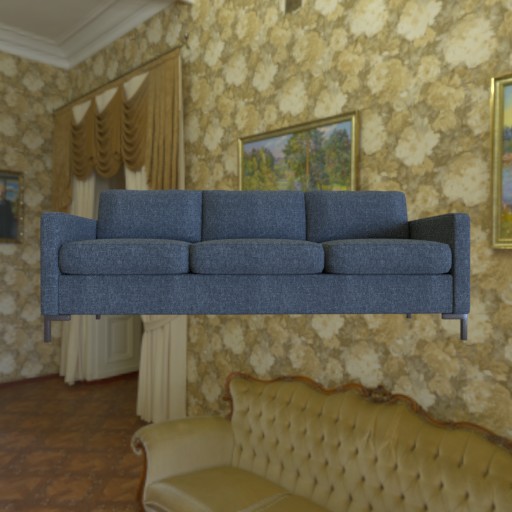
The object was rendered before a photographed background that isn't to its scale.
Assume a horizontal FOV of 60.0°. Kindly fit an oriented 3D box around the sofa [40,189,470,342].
[{"bbox_3d":[0.000,0.000,2.673,2.218,0.874,0.859,0,0,-1],"label":"sofa"}]
